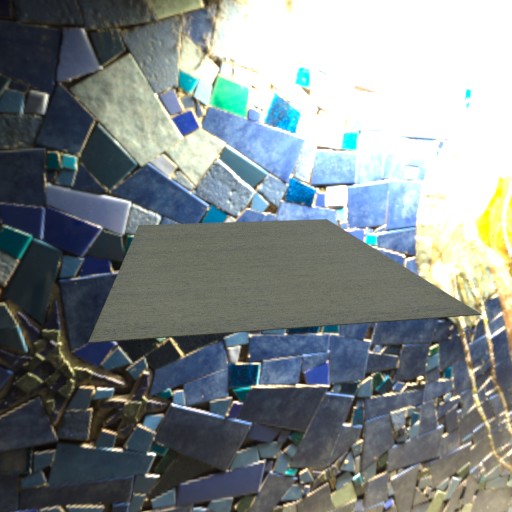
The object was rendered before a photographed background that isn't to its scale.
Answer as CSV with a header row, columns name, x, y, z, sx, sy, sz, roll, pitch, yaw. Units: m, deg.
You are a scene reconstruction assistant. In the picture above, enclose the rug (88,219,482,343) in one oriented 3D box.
name,x,y,z,sx,sy,sz,roll,pitch,yaw
rug,0.000,0.000,4.199,2.438,0.006,3.197,-3,16,-9
